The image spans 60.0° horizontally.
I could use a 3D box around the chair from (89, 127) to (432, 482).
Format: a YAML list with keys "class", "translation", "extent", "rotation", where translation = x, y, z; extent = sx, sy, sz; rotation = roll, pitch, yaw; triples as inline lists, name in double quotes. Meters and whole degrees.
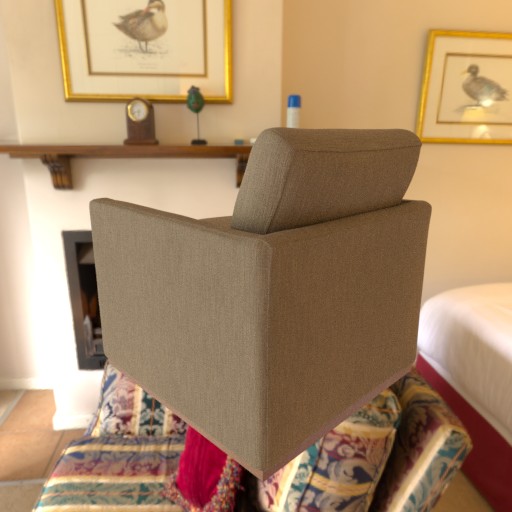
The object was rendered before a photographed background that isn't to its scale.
- class: "chair"
  translation: [0.000, 0.000, 1.461]
  extent: [0.763, 0.811, 0.834]
  rotation: [-15, 22, -42]
